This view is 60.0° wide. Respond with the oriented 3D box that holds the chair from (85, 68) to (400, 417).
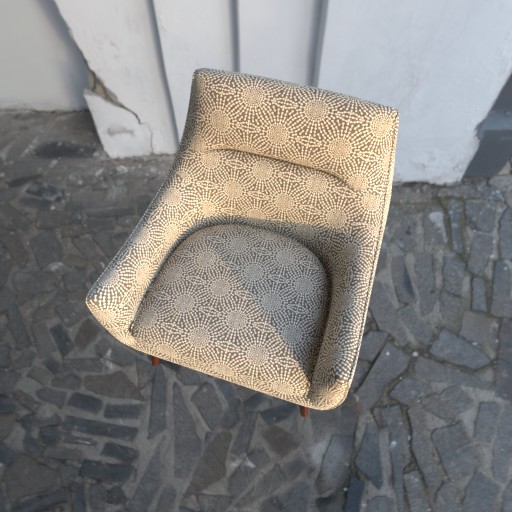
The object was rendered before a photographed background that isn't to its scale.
[{"bbox_3d":[0.000,0.000,1.468,0.762,0.838,0.787,16,59,10],"label":"chair"}]
